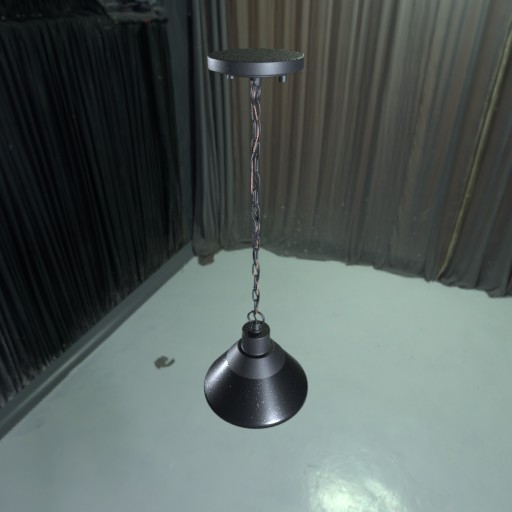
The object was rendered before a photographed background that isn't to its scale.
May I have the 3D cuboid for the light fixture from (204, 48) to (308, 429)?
[{"bbox_3d":[0.000,0.000,0.705,0.201,0.588,0.201,10,33,16],"label":"light fixture"}]
